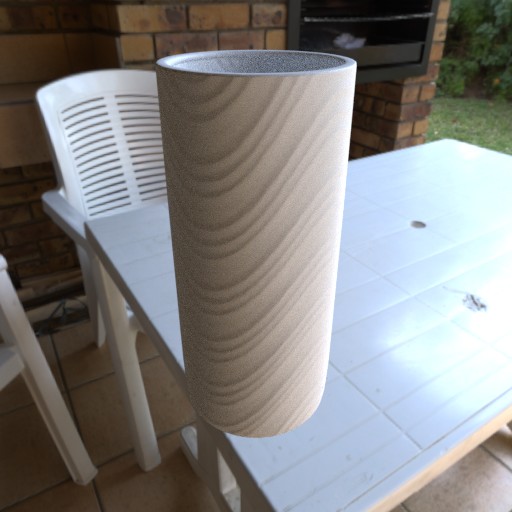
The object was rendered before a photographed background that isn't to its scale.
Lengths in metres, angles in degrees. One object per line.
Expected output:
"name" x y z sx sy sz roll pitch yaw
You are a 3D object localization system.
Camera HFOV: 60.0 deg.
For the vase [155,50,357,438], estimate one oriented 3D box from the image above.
"vase" 0.000 0.000 0.387 0.143 0.316 0.143 0 30 0
